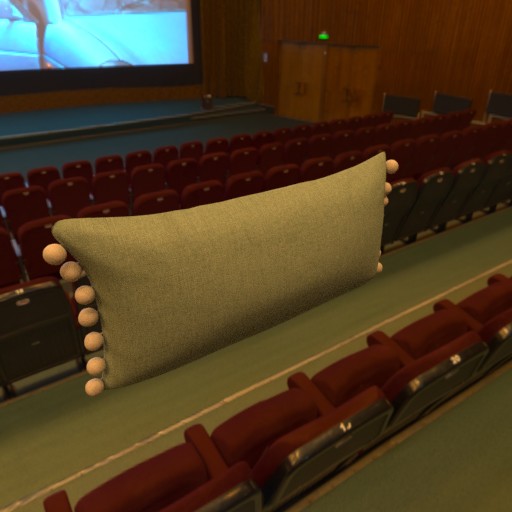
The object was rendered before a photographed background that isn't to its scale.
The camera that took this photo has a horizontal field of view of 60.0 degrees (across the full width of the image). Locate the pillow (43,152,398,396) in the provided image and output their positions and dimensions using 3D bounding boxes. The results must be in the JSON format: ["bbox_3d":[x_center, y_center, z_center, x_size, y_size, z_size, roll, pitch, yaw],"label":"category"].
[{"bbox_3d":[0.000,0.000,0.837,0.709,0.322,0.201,-19,35,-29],"label":"pillow"}]
